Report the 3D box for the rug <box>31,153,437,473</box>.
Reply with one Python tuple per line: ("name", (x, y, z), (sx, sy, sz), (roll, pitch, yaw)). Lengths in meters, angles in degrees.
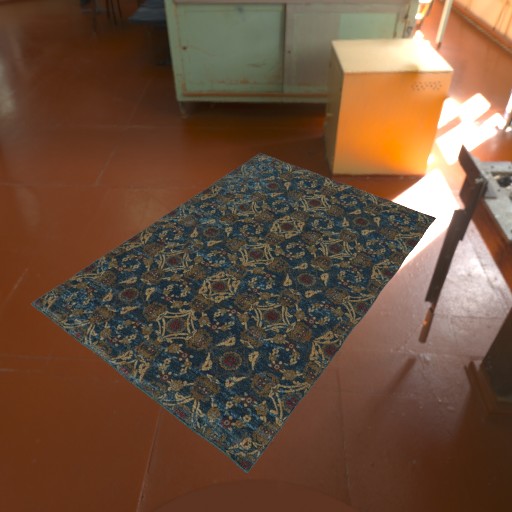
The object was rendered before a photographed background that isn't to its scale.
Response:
("rug", (0.000, 0.000, 4.237), (2.337, 0.013, 3.291), (26, 48, 27))
